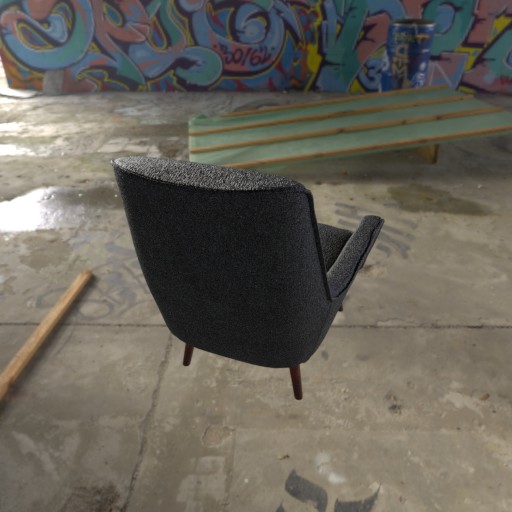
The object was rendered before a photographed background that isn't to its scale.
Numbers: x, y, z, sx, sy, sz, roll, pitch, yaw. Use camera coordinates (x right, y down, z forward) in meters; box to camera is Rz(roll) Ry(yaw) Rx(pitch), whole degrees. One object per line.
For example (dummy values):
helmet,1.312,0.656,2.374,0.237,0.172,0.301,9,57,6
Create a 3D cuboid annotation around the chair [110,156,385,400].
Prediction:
chair,0.000,0.000,1.523,0.763,0.883,0.859,11,34,18
